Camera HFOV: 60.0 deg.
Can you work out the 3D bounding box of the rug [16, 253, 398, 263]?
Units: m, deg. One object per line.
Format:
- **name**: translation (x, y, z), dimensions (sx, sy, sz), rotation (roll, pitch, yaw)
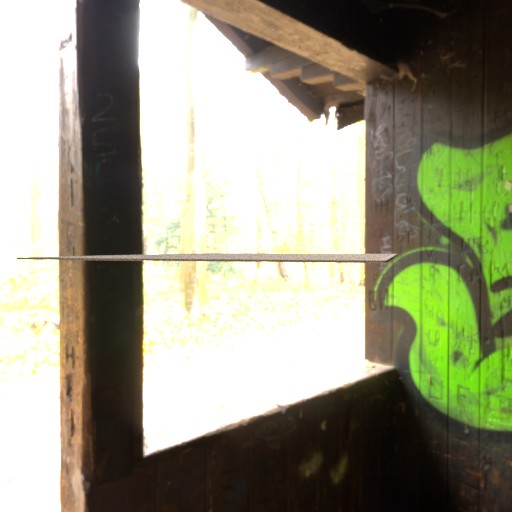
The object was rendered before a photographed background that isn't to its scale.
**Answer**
- **rug**: translation (0.000, 0.000, 4.079), dimensions (2.441, 0.015, 3.050), rotation (0, 1, 19)
